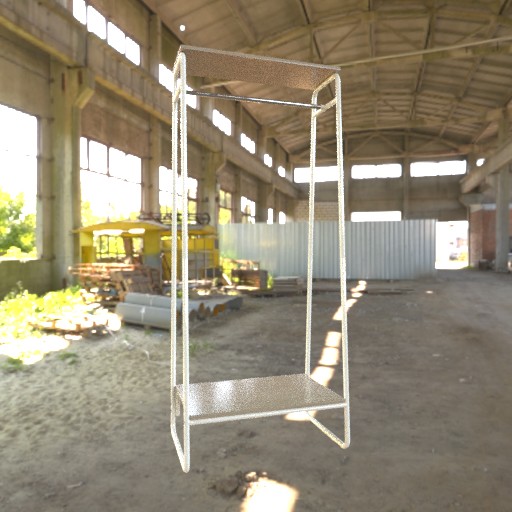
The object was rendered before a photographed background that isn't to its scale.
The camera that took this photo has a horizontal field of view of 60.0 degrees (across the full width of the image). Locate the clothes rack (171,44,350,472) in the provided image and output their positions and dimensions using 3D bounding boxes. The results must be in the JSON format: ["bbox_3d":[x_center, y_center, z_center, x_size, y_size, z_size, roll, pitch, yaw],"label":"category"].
[{"bbox_3d":[0.000,0.000,1.792,0.640,1.512,0.400,0,0,-18],"label":"clothes rack"}]
